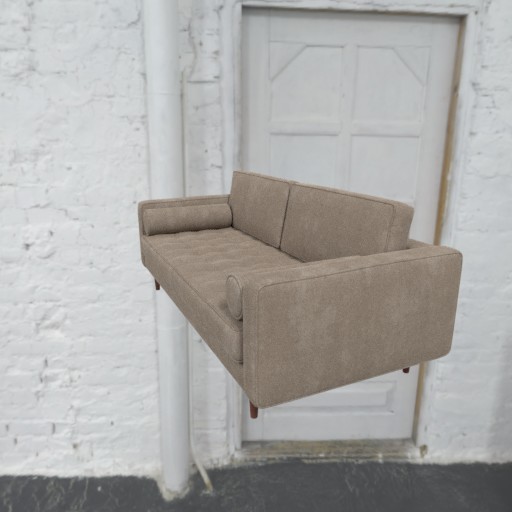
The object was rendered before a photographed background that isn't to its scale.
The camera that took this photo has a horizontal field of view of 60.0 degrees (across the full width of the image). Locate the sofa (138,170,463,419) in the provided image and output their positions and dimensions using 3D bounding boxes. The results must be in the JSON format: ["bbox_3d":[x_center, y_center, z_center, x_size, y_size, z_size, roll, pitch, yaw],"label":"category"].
[{"bbox_3d":[0.000,0.000,2.366,0.920,0.769,1.883,-7,17,-24],"label":"sofa"}]
